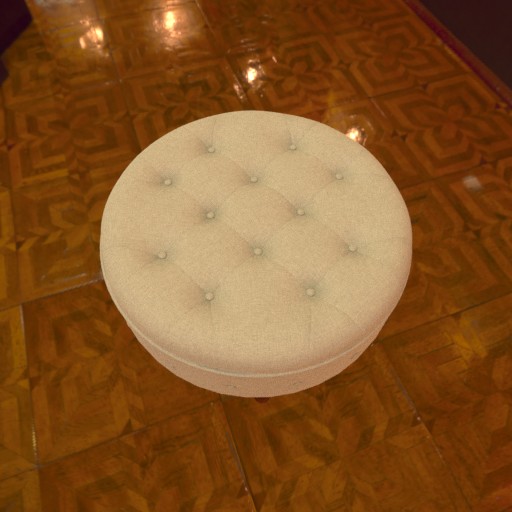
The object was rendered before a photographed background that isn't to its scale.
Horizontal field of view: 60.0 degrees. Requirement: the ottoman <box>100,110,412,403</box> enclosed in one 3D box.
[{"bbox_3d":[0.000,0.000,1.364,0.849,0.478,0.849,0,58,0],"label":"ottoman"}]
